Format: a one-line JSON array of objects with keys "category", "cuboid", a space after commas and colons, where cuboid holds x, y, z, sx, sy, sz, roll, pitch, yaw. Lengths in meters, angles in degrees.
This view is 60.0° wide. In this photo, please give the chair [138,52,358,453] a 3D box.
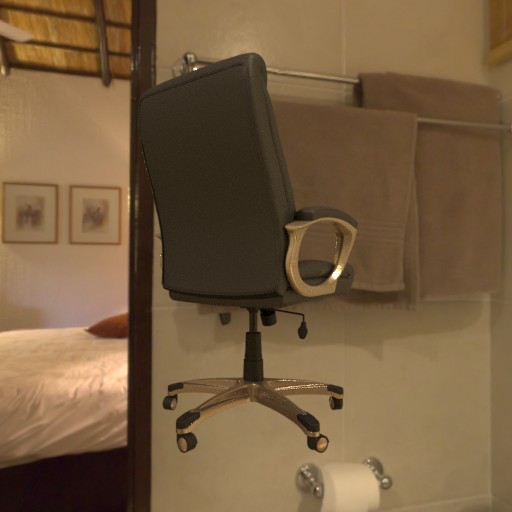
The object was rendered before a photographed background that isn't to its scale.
[{"category": "chair", "cuboid": [0.000, 0.000, 1.633, 0.694, 1.188, 0.748, -1, -1, 37]}]
